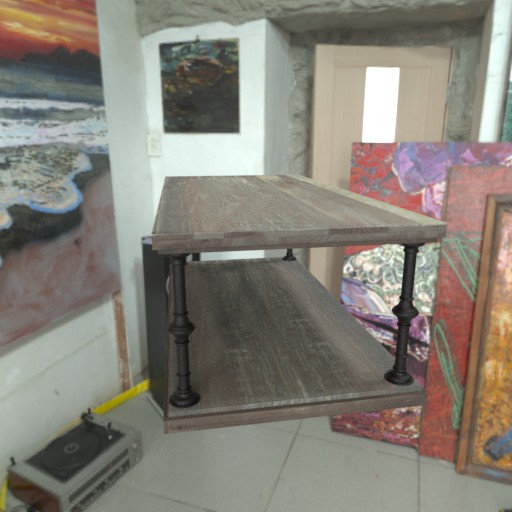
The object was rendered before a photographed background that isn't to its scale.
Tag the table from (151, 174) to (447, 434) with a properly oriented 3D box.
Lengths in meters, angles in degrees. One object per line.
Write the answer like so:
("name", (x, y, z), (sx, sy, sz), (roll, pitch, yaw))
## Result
("table", (0.000, 0.000, 1.372), (0.554, 0.399, 1.088), (-3, 16, -10))
